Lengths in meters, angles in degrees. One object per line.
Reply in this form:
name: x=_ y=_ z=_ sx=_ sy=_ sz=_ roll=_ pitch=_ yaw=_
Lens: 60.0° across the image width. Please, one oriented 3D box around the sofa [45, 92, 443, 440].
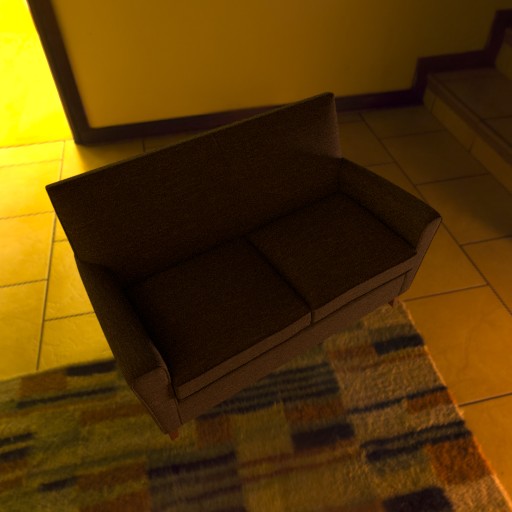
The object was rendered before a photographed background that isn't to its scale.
sofa: x=0.000 y=0.000 z=2.081 sx=1.509 sy=0.905 sz=0.867 roll=-25 pitch=52 yaw=-22
